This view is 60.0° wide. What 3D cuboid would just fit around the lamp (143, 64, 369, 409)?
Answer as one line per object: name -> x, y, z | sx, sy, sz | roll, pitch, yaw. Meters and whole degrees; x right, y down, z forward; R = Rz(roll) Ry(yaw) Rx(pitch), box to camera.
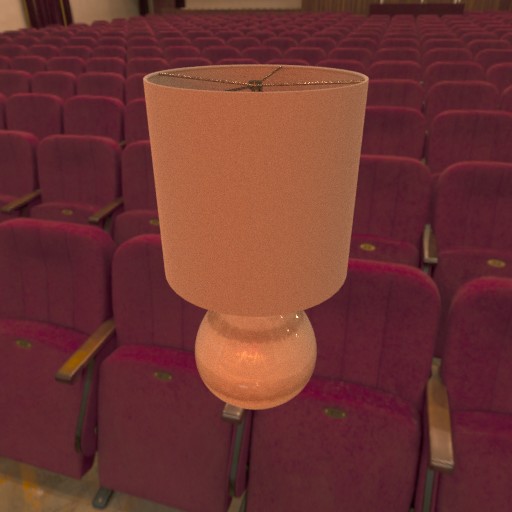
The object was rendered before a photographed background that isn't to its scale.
lamp -> 0.000, 0.000, 0.532 | 0.217, 0.404, 0.217 | 8, 30, 14
